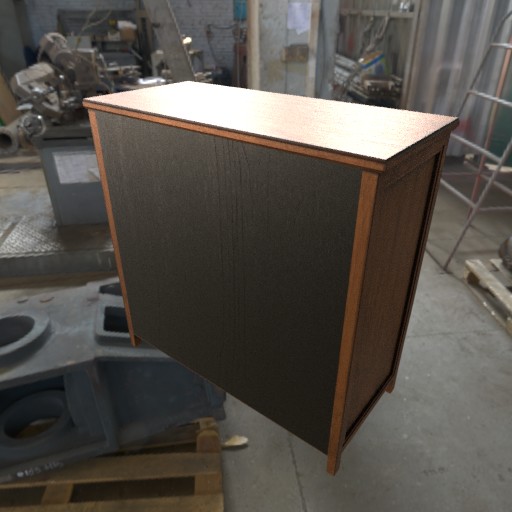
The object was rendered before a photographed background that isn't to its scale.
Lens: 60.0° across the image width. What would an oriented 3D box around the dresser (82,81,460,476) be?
[{"bbox_3d":[0.000,0.000,1.883,1.250,1.224,0.591,21,36,32],"label":"dresser"}]
